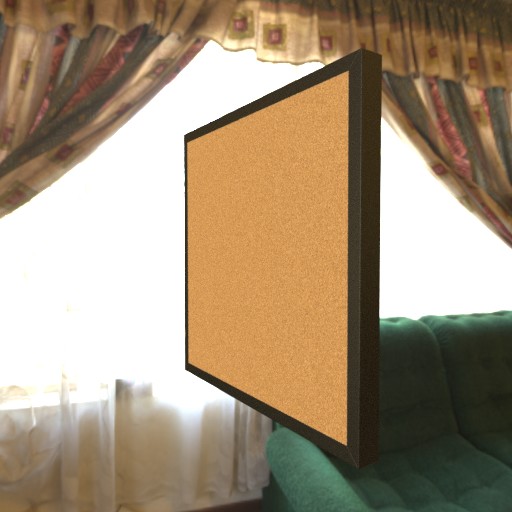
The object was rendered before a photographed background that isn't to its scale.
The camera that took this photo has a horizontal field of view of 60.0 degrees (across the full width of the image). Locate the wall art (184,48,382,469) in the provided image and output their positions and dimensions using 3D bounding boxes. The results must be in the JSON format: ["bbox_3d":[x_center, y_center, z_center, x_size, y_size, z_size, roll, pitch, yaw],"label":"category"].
[{"bbox_3d":[0.000,0.000,0.753,0.036,0.508,0.508,-1,2,-34],"label":"wall art"}]
